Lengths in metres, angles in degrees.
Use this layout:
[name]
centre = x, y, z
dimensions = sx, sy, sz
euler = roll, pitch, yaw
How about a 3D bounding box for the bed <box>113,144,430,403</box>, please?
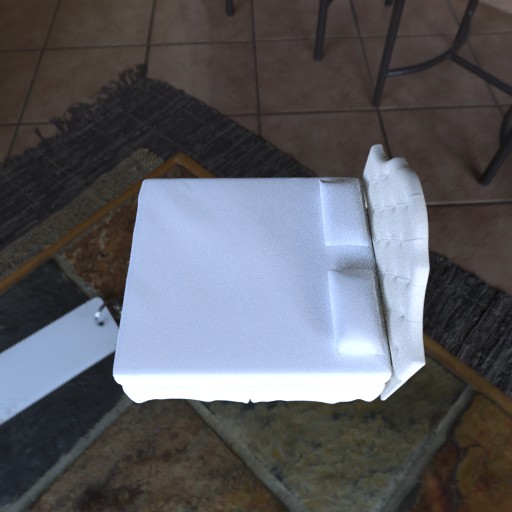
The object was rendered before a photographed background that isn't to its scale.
[bed]
centre = 0.000, 0.000, 3.611
dimensions = 2.214, 1.615, 2.008
euler = 0, 60, 0
